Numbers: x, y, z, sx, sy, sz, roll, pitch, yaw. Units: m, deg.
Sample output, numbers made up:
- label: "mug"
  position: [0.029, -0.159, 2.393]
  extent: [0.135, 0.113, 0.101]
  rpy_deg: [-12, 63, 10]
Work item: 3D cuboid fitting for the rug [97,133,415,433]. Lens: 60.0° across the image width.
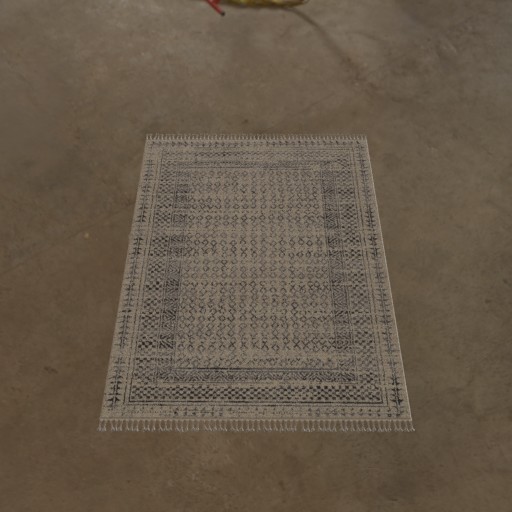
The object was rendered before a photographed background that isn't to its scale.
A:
- label: "rug"
  position: [0.000, 0.000, 3.920]
  extent: [2.312, 0.013, 2.940]
  rpy_deg: [0, 61, 0]
